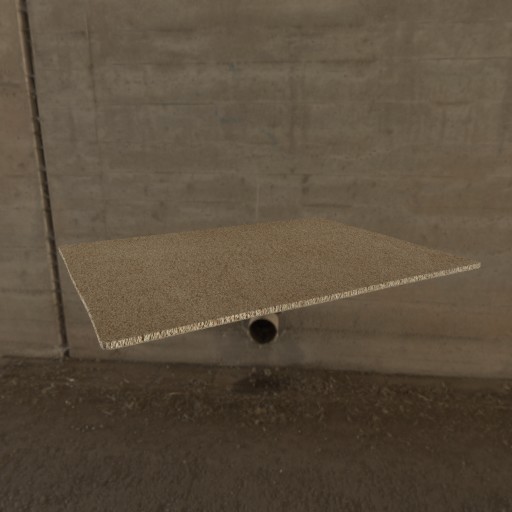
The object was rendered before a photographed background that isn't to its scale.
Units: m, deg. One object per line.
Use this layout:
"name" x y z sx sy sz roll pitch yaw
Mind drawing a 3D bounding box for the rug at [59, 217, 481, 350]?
"rug" 0.000 0.000 2.073 1.600 0.025 1.199 -8 18 -27
